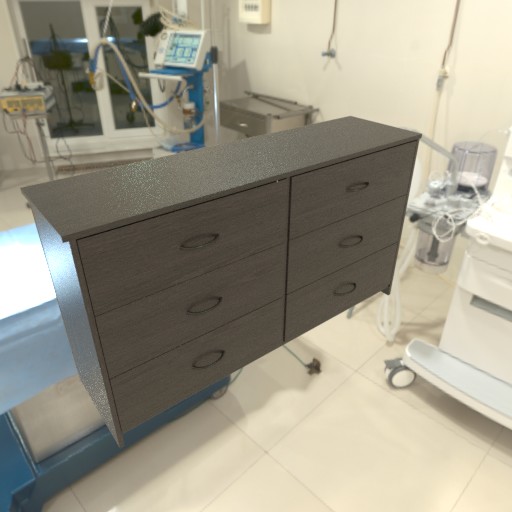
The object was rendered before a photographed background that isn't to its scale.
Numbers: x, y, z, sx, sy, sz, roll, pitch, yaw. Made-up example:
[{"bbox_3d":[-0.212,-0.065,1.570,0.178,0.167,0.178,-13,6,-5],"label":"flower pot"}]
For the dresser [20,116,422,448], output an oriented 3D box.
[{"bbox_3d":[0.000,0.000,1.654,1.360,0.755,0.401,-22,37,-32],"label":"dresser"}]
